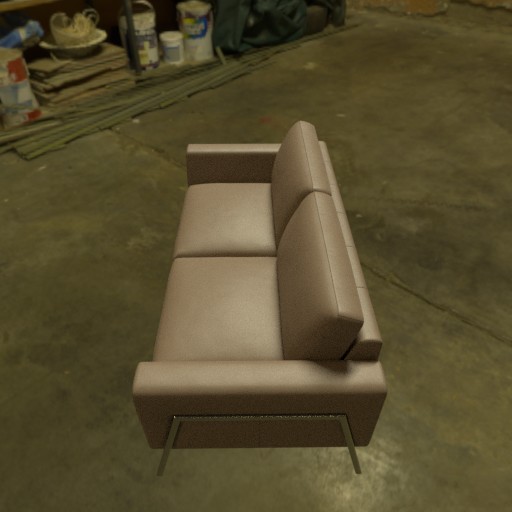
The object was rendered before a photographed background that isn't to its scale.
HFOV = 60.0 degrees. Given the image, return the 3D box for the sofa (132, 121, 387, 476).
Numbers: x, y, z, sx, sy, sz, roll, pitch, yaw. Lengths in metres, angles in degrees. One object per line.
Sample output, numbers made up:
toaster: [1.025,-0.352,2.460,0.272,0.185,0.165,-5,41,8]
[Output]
sofa: [0.000,0.000,2.480,0.953,0.875,2.017,0,41,0]
